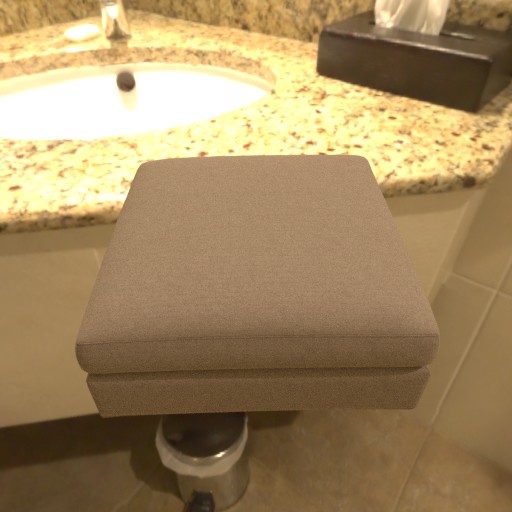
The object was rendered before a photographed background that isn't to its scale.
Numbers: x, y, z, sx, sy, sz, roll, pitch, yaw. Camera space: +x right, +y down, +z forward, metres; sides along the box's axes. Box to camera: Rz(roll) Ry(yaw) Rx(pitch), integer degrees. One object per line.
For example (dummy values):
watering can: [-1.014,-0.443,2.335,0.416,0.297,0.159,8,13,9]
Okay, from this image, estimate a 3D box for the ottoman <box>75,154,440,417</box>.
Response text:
ottoman: [0.000,0.000,1.660,1.041,0.470,1.041,-1,41,-1]
